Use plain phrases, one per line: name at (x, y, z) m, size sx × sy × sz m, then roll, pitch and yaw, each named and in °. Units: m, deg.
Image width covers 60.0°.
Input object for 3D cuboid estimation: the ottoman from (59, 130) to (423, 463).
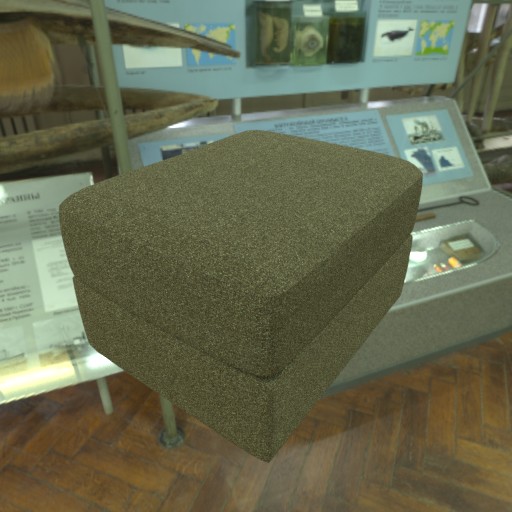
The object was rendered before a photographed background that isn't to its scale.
ottoman at (0.000, 0.000, 1.149) m, size 0.598 × 0.476 × 0.742 m, roll 21°, pitch 37°, yaw 31°
